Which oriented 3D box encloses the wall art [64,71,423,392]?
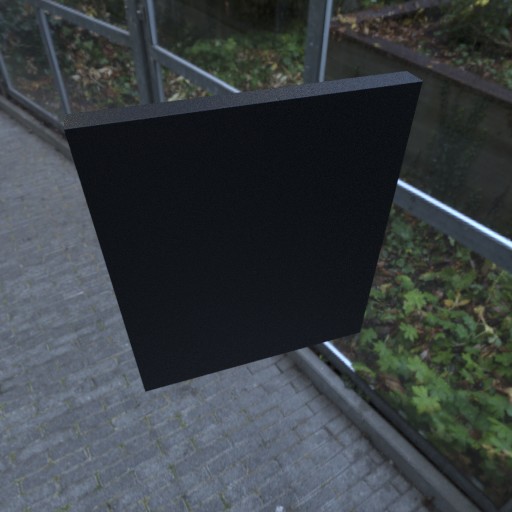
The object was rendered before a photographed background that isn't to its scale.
[{"bbox_3d":[0.000,0.000,0.521,0.325,0.380,0.028,-12,43,-13],"label":"wall art"}]
